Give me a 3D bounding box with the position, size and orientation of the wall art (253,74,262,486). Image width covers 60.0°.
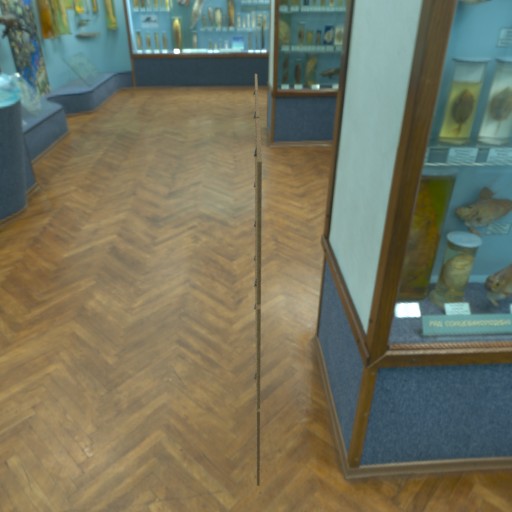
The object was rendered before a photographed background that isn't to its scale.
[{"bbox_3d":[0.000,0.000,2.279,0.023,1.522,1.526,0,31,0],"label":"wall art"}]
